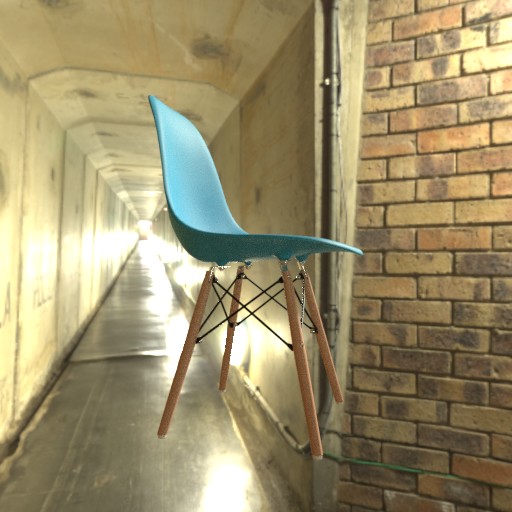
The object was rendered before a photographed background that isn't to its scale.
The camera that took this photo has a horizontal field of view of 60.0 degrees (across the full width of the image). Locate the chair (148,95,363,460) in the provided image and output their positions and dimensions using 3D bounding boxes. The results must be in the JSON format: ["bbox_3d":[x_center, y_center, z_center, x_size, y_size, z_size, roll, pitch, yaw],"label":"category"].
[{"bbox_3d":[0.000,0.000,1.131,0.531,0.826,0.470,0,-1,18],"label":"chair"}]
